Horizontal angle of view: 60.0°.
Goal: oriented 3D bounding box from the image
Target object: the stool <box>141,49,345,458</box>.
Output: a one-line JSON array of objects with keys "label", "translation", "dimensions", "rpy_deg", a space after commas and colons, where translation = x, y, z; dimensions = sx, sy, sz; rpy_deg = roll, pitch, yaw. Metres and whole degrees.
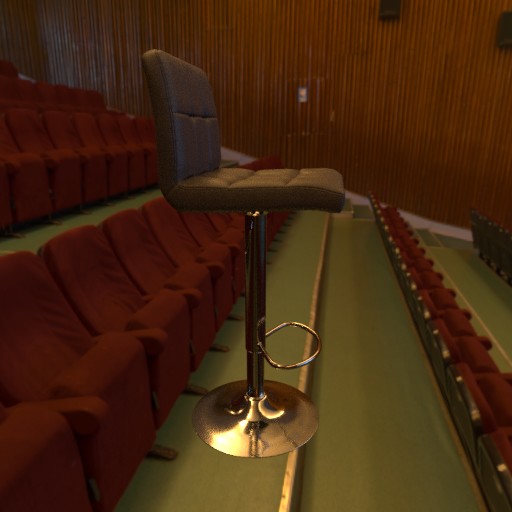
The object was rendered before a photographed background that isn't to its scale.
[{"label": "stool", "translation": [0.000, 0.000, 1.346], "dimensions": [0.505, 1.115, 0.430], "rpy_deg": [3, 16, 9]}]
